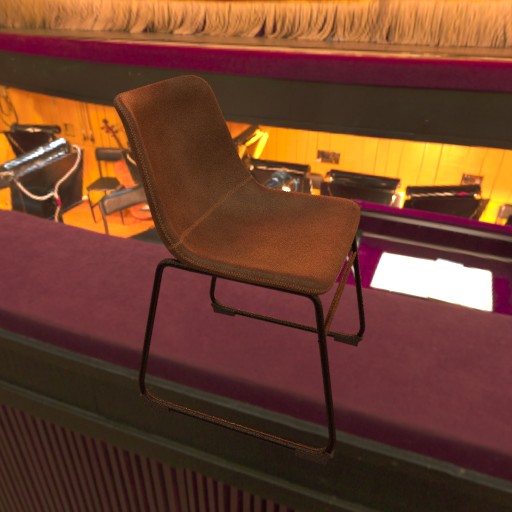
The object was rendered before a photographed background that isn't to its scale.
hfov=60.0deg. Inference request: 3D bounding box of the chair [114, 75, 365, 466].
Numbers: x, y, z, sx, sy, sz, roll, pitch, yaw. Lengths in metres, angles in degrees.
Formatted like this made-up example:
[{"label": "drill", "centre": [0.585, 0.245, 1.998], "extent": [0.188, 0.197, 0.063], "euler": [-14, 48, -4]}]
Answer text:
[{"label": "chair", "centre": [0.000, 0.000, 1.104], "extent": [0.551, 0.780, 0.460], "euler": [11, 32, 18]}]
